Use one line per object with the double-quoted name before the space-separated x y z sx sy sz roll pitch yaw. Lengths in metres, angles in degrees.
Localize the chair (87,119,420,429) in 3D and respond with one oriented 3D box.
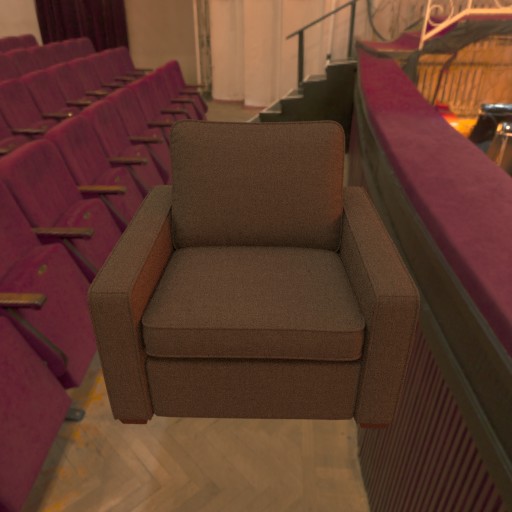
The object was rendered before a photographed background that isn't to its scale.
"chair" 0.000 0.000 1.739 1.017 0.919 0.940 1 30 1
